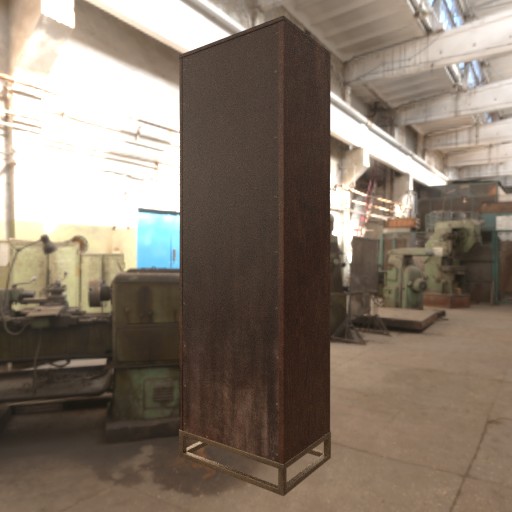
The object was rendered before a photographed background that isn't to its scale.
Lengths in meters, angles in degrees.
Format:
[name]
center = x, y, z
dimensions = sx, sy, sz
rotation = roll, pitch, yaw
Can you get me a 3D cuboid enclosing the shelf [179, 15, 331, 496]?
[shelf]
center = 0.000, 0.000, 1.913
dimensions = 0.539, 1.732, 0.395
rotation = 0, 0, 36
